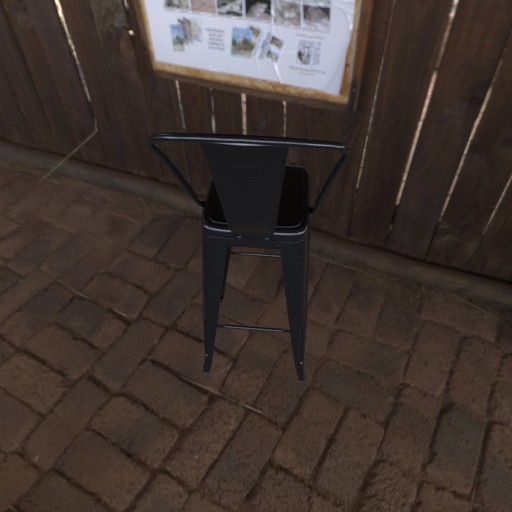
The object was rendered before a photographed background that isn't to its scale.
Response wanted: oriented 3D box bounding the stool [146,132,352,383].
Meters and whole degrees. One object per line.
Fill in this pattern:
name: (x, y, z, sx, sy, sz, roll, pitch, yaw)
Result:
stool: (0.000, 0.000, 1.321, 0.399, 1.096, 0.513, 4, 46, 4)
